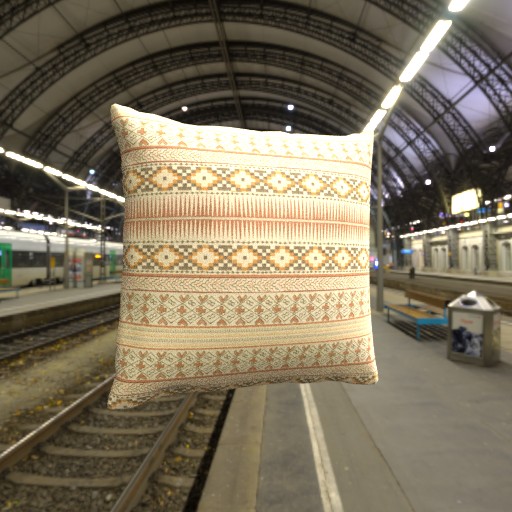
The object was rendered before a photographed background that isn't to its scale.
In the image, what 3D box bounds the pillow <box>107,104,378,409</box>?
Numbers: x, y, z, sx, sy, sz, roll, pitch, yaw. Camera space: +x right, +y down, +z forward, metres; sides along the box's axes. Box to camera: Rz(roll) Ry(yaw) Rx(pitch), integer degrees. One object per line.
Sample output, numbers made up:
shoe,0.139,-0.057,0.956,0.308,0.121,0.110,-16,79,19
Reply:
pillow,0.000,0.000,0.822,0.521,0.519,0.215,0,-1,-19
